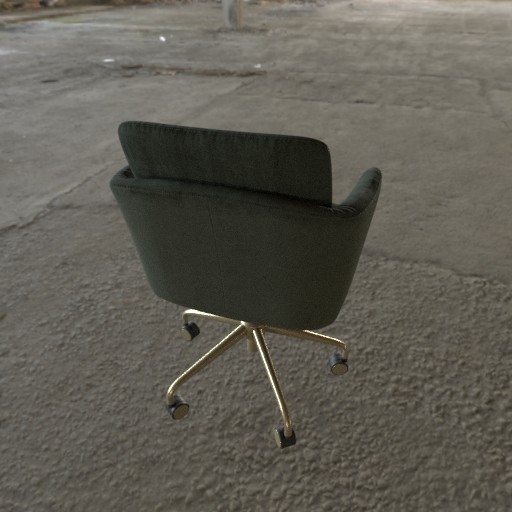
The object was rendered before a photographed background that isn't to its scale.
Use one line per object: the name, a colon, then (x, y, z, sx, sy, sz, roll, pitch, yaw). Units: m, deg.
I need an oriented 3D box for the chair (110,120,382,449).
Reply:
chair: (0.000, 0.000, 1.311, 0.641, 0.908, 0.635, 10, 34, 15)
